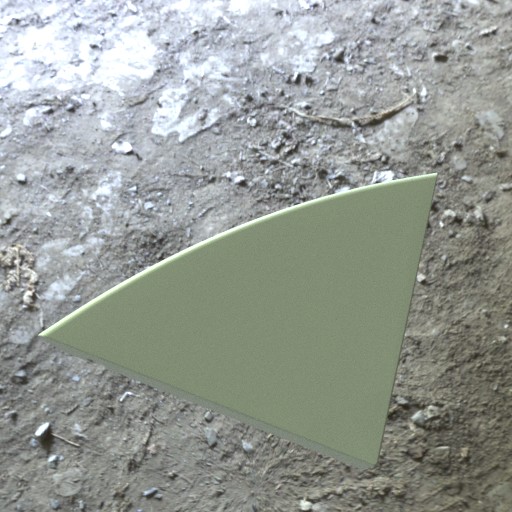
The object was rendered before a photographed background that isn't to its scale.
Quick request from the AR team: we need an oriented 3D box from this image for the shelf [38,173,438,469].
[{"bbox_3d":[0.000,0.000,0.457,0.310,0.050,0.310,18,63,9],"label":"shelf"}]
